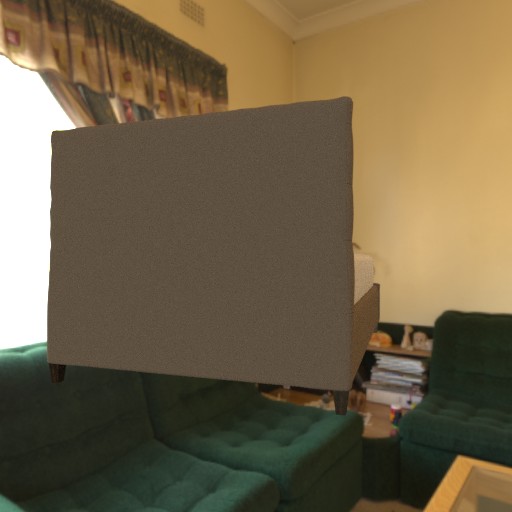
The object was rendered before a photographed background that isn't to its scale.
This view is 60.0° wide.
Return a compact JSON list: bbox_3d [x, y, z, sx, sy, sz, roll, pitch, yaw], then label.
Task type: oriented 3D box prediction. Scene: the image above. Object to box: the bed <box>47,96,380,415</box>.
[{"bbox_3d":[0.000,0.000,3.333,1.698,1.427,2.387,0,0,19],"label":"bed"}]
